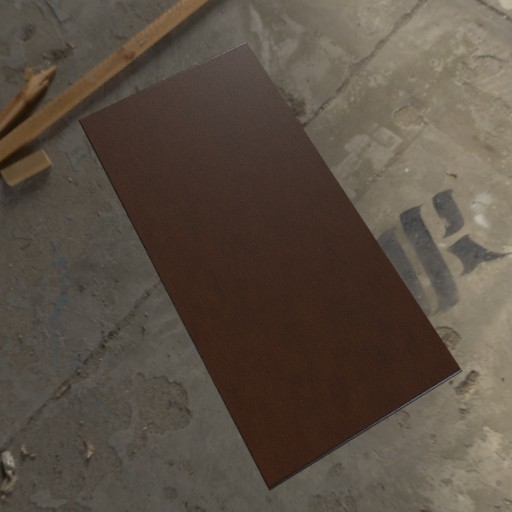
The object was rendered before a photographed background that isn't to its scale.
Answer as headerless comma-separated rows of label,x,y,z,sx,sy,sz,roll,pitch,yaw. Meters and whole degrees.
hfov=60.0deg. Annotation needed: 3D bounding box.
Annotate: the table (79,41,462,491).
table,0.000,0.000,1.494,0.594,0.459,1.197,-28,77,-7
